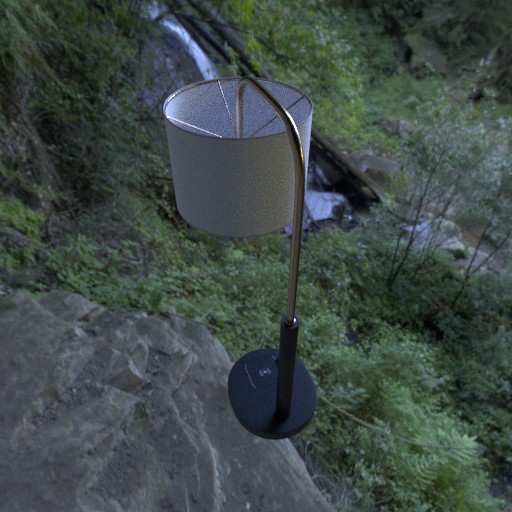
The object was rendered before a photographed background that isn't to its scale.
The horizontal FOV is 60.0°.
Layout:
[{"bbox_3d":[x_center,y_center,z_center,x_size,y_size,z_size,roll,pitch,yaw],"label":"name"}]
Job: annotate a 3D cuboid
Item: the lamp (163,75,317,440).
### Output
[{"bbox_3d":[0.000,0.000,0.690,0.199,0.540,0.337,-14,43,-15],"label":"lamp"}]
